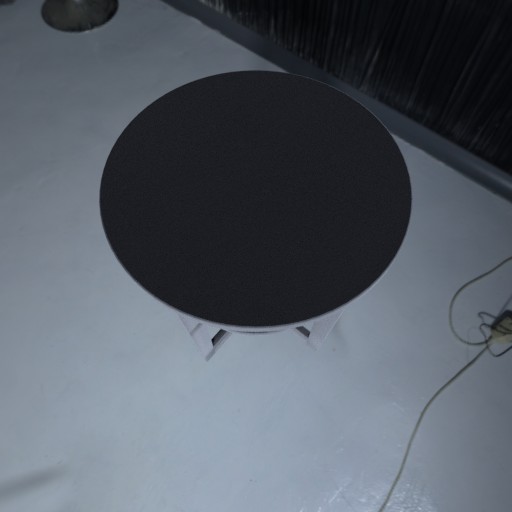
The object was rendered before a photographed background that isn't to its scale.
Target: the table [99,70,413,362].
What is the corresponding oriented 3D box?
[{"bbox_3d":[0.000,0.000,0.958,0.500,0.550,0.500,0,63,0],"label":"table"}]
